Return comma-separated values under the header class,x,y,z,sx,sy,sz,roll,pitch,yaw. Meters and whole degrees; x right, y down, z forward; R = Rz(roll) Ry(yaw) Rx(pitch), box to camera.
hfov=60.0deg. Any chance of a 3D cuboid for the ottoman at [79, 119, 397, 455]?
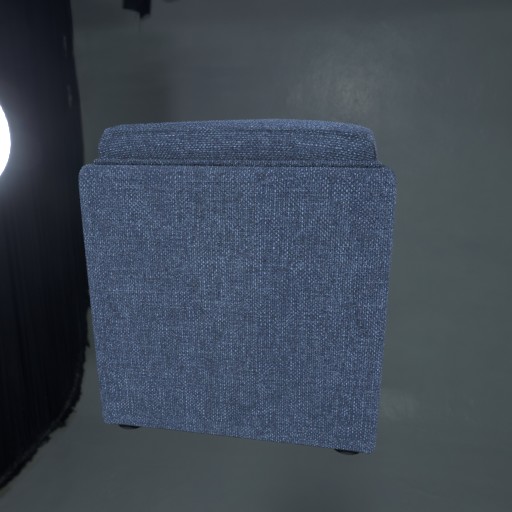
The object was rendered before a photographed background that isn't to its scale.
class,x,y,z,sx,sy,sz,roll,pitch,yaw
ottoman,0.000,0.000,0.839,0.436,0.493,0.454,3,15,10
